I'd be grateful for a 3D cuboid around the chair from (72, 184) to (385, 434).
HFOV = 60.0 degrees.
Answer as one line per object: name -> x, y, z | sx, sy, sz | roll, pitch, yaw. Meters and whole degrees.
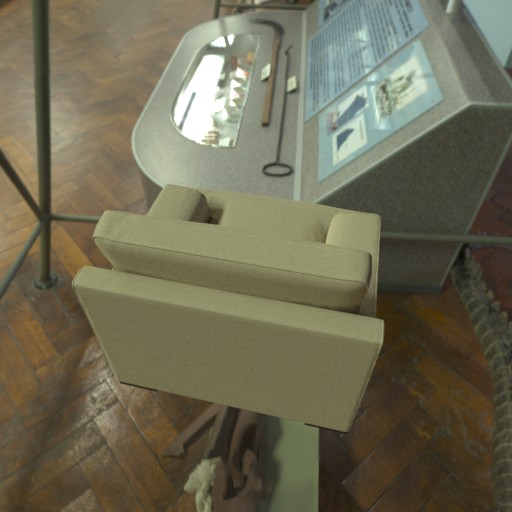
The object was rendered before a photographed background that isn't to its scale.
chair -> 0.000, 0.000, 2.152 | 1.293, 1.005, 1.274 | 4, 46, 4
